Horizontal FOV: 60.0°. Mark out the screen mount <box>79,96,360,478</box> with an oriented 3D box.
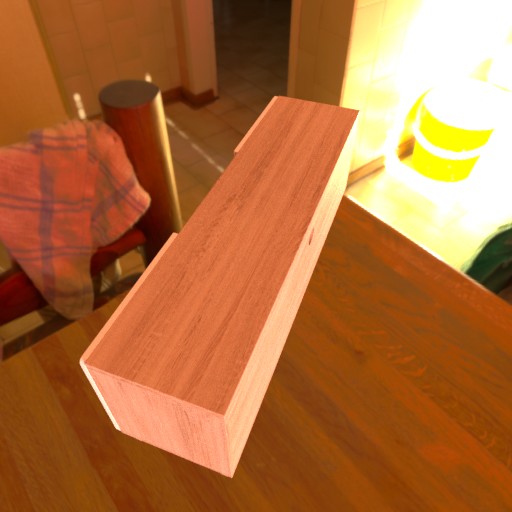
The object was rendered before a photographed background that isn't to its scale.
[{"bbox_3d":[0.000,0.000,1.749,0.420,0.570,1.500,15,48,14],"label":"screen mount"}]
